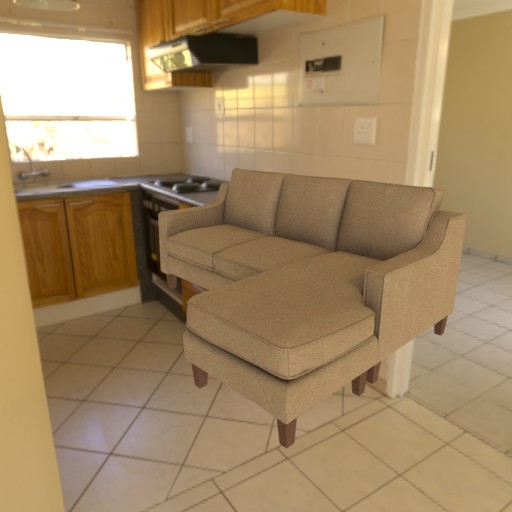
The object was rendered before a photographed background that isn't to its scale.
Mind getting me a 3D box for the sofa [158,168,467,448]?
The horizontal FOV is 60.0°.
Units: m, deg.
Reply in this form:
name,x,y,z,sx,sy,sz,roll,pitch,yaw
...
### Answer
name,x,y,z,sx,sy,sz,roll,pitch,yaw
sofa,0.000,0.000,3.283,1.858,1.081,2.317,-16,23,-41
